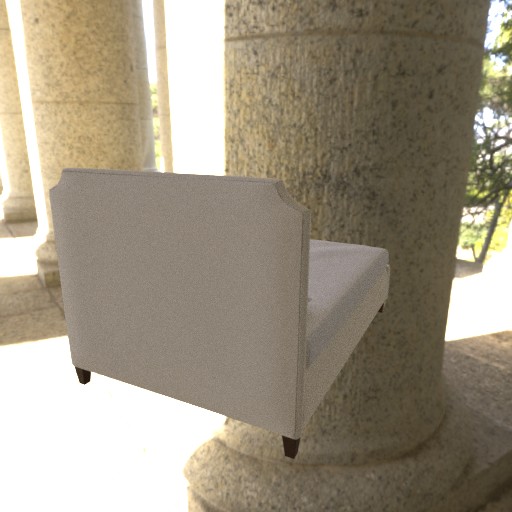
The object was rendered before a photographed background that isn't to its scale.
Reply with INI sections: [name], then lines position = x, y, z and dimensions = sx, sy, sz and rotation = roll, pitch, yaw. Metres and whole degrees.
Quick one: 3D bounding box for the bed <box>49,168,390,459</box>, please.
[bed]
position = 0.000, 0.000, 3.512
dimensions = 1.712, 1.497, 2.372
rotation = 8, 18, 26
